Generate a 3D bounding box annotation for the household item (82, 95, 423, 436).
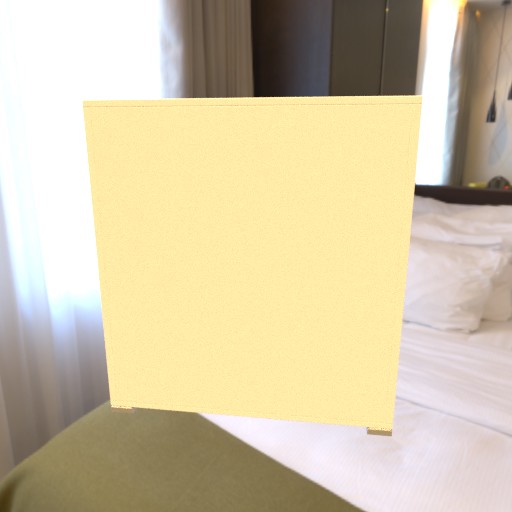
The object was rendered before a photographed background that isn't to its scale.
[{"bbox_3d":[0.000,0.000,1.340,0.800,0.870,0.420,2,15,8],"label":"household item"}]
